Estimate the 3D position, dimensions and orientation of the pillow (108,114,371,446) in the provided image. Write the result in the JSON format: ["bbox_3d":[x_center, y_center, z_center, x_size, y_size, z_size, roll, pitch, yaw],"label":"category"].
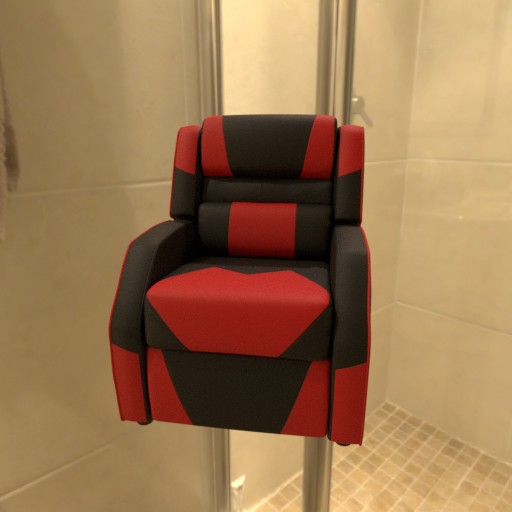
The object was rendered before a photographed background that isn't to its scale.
[{"bbox_3d":[0.000,0.000,1.285,0.620,0.805,0.672,2,16,9],"label":"pillow"}]
